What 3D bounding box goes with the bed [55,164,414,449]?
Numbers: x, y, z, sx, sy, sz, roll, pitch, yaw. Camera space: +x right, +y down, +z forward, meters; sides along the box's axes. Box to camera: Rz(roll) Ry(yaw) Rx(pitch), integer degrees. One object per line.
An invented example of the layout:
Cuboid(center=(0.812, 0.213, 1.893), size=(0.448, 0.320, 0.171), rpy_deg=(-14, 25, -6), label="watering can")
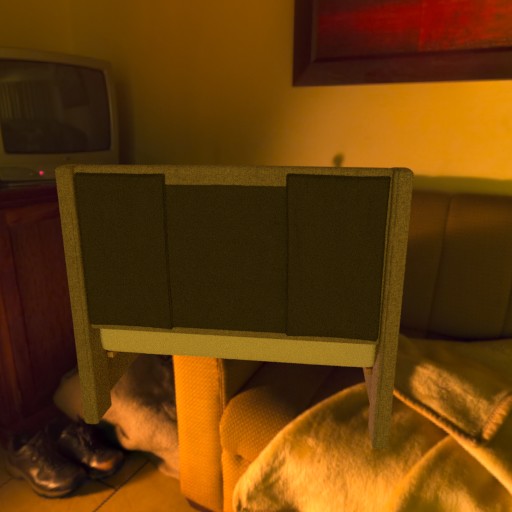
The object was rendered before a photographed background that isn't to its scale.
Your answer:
Cuboid(center=(0.000, 0.000, 3.332), size=(1.714, 1.481, 2.245), rpy_deg=(2, 16, 7), label="bed")
